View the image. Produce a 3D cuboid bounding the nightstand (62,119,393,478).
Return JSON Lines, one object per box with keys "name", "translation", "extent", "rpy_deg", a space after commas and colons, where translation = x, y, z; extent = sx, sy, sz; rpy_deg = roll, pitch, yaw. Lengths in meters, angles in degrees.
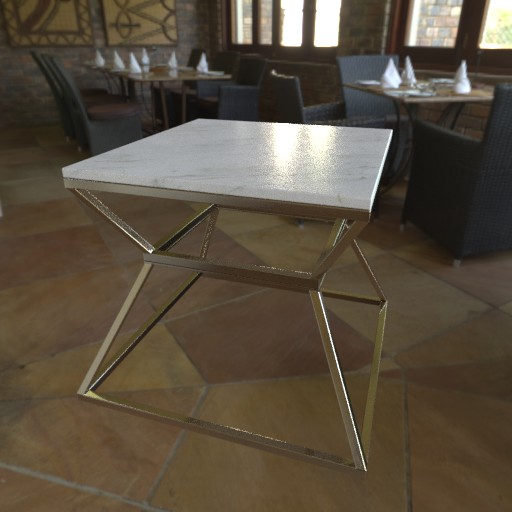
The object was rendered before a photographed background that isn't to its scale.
{"name": "nightstand", "translation": [0.000, 0.000, 0.861], "extent": [0.514, 0.426, 0.513], "rpy_deg": [8, 27, 16]}
